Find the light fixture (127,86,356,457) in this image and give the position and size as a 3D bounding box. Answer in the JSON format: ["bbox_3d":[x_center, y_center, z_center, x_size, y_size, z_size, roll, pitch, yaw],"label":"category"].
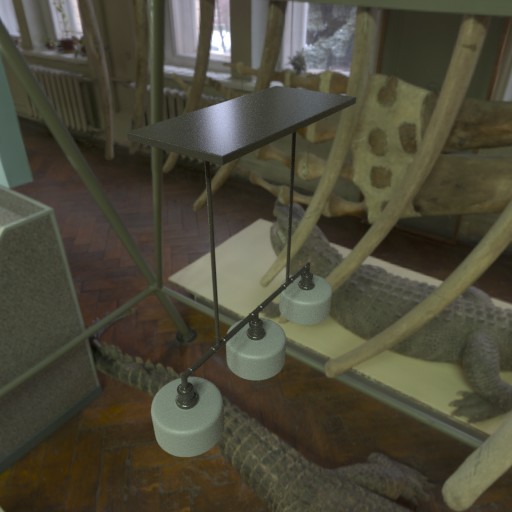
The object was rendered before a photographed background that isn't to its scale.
[{"bbox_3d":[0.000,0.000,0.875,0.177,0.557,0.582,21,38,29],"label":"light fixture"}]
